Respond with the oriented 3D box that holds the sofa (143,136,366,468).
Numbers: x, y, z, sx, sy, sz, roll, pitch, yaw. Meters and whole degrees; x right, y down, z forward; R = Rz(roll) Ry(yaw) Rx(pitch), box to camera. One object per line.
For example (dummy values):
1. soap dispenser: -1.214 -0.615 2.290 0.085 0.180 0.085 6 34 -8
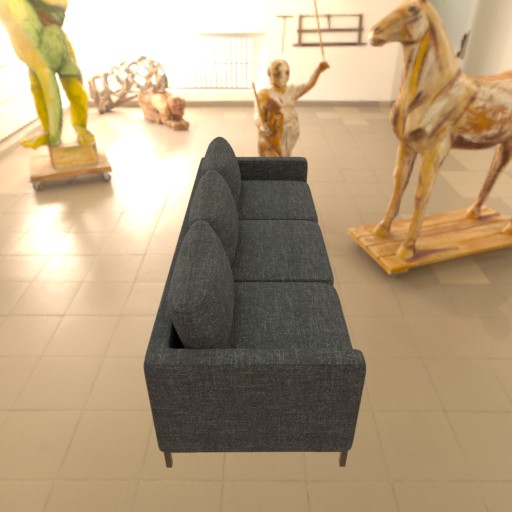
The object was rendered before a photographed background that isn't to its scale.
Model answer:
1. sofa: 0.000 0.000 2.679 0.859 0.874 2.218 0 32 0
